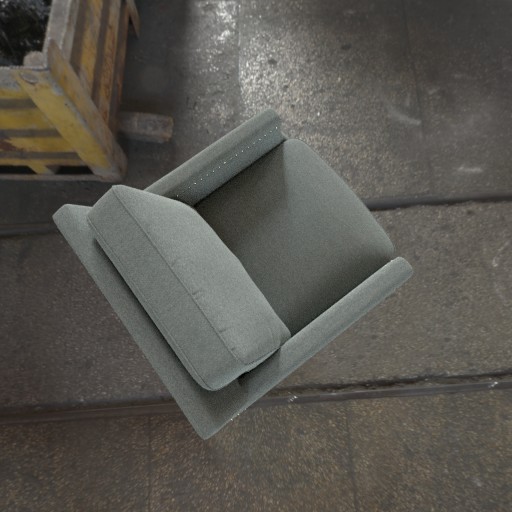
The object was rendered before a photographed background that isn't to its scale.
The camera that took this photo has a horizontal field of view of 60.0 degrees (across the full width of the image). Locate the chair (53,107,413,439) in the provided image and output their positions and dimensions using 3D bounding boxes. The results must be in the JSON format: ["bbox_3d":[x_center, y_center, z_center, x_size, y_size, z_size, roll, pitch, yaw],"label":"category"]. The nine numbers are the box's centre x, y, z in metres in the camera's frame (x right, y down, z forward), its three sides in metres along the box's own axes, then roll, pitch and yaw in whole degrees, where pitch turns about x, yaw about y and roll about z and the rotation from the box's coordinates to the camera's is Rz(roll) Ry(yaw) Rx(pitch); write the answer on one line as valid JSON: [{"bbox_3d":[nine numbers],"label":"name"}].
[{"bbox_3d":[0.000,0.000,1.806,1.031,1.031,0.885,-36,78,-9],"label":"chair"}]
